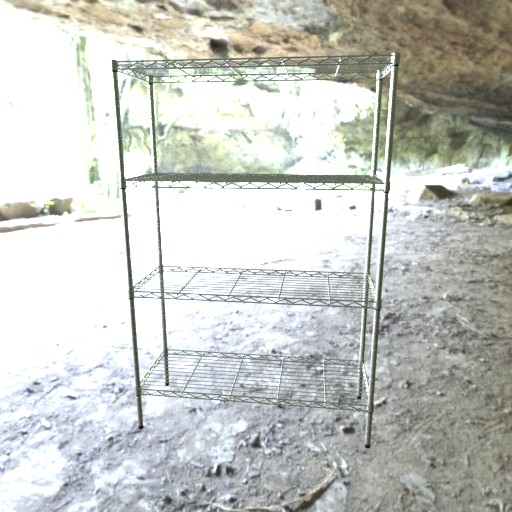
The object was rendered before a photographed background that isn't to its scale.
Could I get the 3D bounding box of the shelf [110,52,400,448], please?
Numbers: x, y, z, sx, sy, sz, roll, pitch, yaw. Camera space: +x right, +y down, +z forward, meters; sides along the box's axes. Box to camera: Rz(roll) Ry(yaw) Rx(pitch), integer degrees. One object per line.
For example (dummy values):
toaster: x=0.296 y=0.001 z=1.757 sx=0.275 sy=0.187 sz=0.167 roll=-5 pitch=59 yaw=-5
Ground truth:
shelf: x=0.000 y=0.000 z=1.699 sx=0.907 sy=1.360 sz=0.352 roll=2 pitch=15 yaw=7
